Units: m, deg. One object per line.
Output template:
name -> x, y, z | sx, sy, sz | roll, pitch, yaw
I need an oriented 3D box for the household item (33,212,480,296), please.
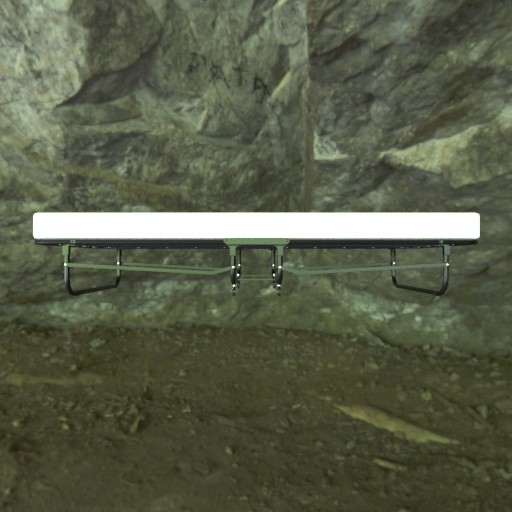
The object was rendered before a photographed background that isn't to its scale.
household item -> 0.000, 0.000, 2.202 | 1.905, 0.356, 0.787 | 0, -1, 0
